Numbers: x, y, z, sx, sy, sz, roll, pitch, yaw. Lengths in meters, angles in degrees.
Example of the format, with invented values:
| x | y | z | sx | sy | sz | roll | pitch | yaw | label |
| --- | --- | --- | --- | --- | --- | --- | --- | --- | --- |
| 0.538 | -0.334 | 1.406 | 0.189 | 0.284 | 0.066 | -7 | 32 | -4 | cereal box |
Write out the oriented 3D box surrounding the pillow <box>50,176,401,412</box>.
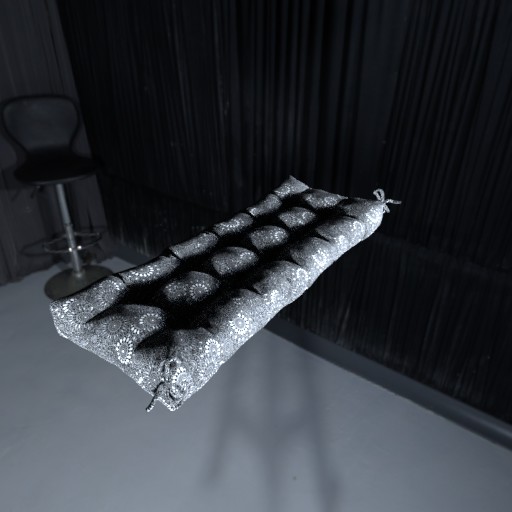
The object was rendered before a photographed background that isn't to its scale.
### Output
| x | y | z | sx | sy | sz | roll | pitch | yaw | label |
| --- | --- | --- | --- | --- | --- | --- | --- | --- | --- |
| 0.000 | 0.000 | 1.386 | 0.511 | 0.174 | 1.194 | 21 | 37 | 31 | pillow |
